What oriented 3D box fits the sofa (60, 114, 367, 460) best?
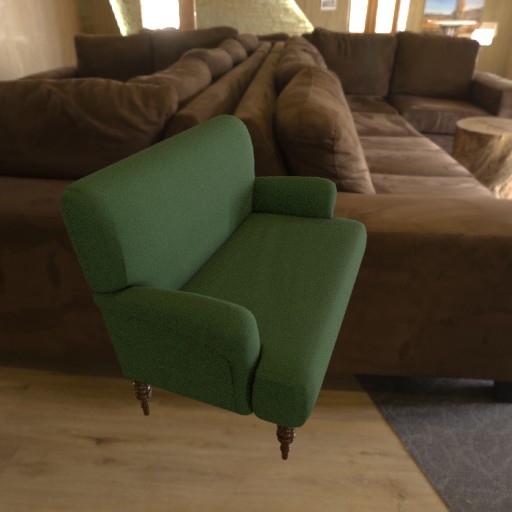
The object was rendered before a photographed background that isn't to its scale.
[{"bbox_3d":[0.000,0.000,1.819,0.779,0.889,1.297,10,30,18],"label":"sofa"}]
